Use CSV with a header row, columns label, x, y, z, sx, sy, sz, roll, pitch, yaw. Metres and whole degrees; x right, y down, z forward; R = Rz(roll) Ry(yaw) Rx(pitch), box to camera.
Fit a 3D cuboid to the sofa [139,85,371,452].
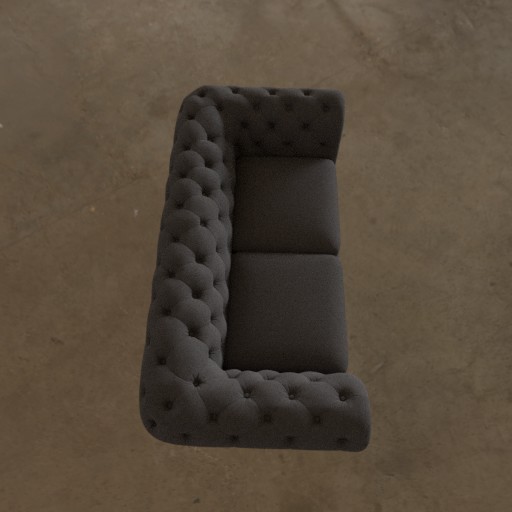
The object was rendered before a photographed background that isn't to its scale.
label,x,y,z,sx,sy,sz,roll,pitch,yaw
sofa,0.000,0.000,2.474,0.986,0.764,1.998,1,64,1
